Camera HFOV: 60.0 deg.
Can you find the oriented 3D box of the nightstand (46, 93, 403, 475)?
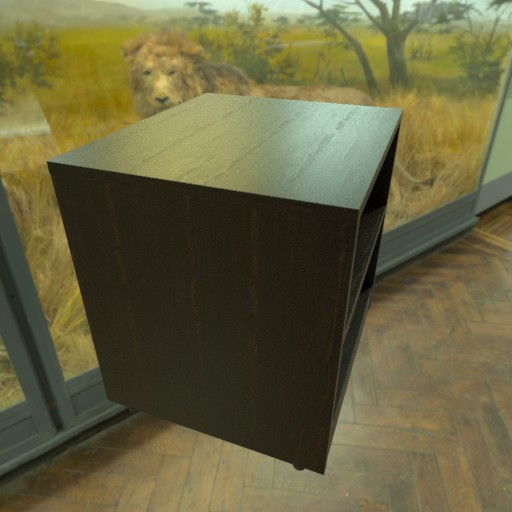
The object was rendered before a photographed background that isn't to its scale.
[{"bbox_3d":[0.000,0.000,0.862,0.427,0.487,0.489,11,33,18],"label":"nightstand"}]
